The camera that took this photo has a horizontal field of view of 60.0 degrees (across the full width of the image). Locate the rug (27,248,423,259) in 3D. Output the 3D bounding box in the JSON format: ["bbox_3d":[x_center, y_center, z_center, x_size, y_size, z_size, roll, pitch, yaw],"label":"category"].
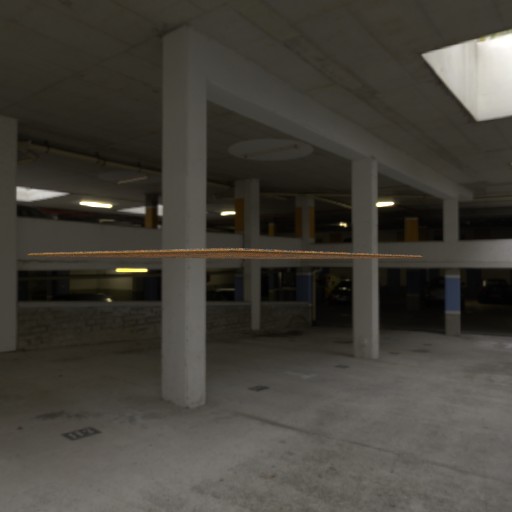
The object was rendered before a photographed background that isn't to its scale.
[{"bbox_3d":[0.000,0.000,2.263,1.148,0.013,1.758,-1,-1,37],"label":"rug"}]
